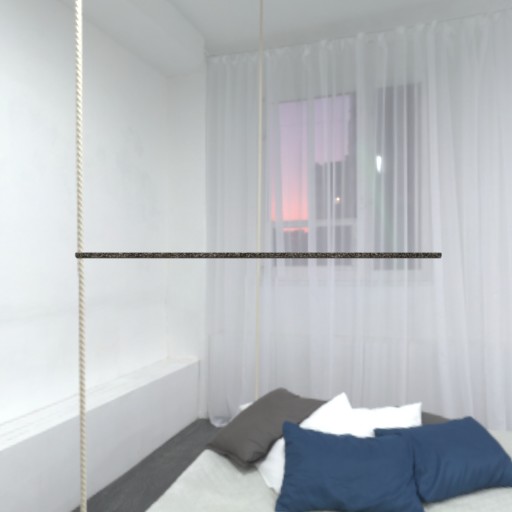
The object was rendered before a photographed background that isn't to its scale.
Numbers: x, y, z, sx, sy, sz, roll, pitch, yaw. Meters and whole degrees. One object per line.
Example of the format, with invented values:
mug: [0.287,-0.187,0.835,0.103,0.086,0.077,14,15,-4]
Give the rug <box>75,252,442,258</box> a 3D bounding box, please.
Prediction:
rug: [0.000,0.000,2.972,1.501,0.025,2.352,0,0,-1]
